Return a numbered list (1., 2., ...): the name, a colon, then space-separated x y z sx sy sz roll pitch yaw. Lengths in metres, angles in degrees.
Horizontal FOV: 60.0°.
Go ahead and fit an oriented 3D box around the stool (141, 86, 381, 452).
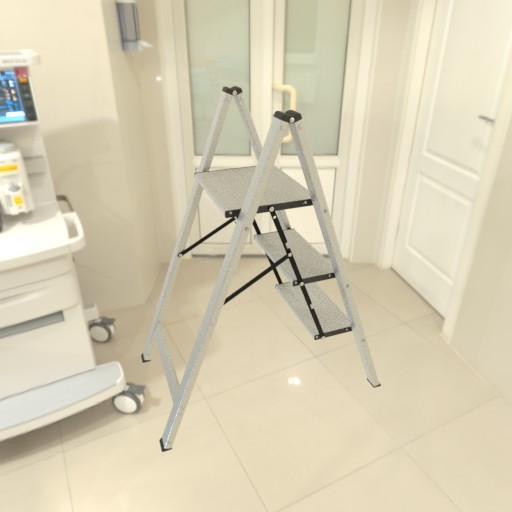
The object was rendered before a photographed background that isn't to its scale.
1. stool: 0.000 0.000 1.327 0.730 0.902 0.441 -10 30 -18
